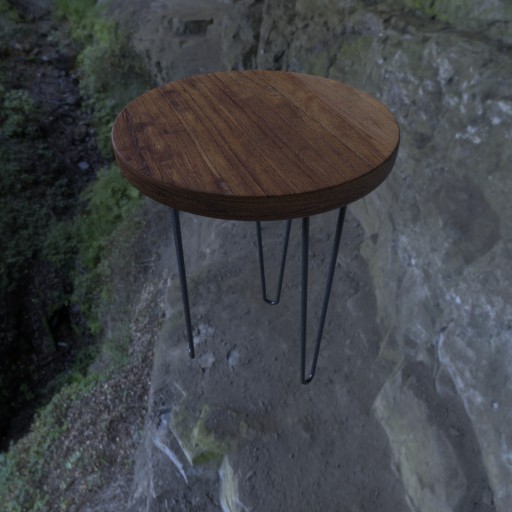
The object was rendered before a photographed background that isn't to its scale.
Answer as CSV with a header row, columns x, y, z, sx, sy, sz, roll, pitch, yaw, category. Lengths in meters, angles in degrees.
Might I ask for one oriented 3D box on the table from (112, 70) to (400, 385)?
x,y,z,sx,sy,sz,roll,pitch,yaw,category
0.000,0.000,0.799,0.400,0.520,0.400,0,41,0,table
